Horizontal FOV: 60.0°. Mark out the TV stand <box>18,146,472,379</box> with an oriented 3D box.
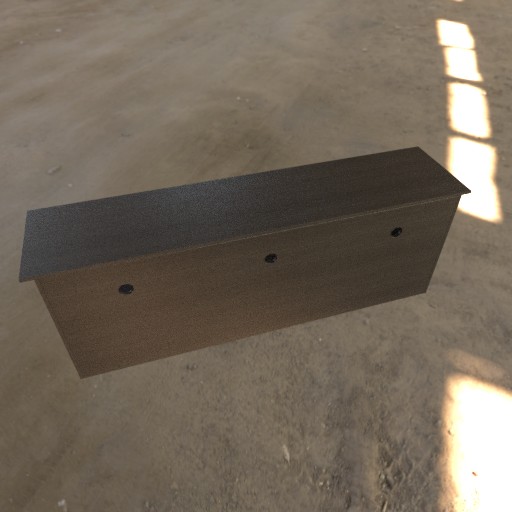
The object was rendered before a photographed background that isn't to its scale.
[{"bbox_3d":[0.000,0.000,2.015,1.778,0.610,0.406,-12,43,-13],"label":"TV stand"}]
